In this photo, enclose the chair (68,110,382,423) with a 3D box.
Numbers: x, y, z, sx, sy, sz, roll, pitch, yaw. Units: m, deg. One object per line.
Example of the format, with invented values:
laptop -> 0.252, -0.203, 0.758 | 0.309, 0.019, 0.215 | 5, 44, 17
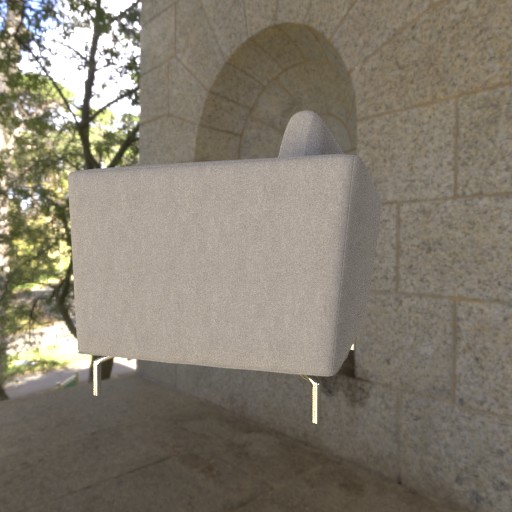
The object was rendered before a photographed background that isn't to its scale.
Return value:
chair -> 0.000, 0.000, 1.695 | 0.889, 0.864, 1.041 | 0, 1, 19
